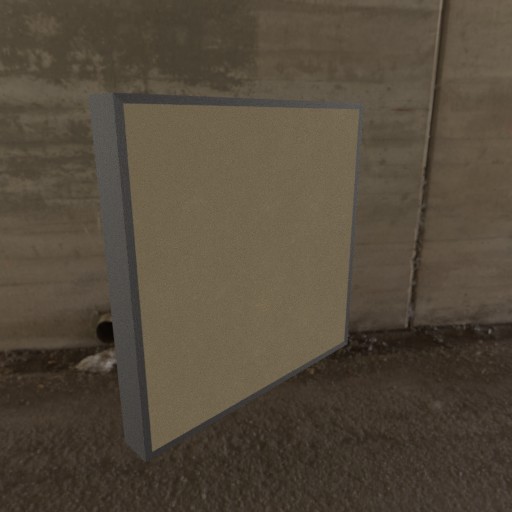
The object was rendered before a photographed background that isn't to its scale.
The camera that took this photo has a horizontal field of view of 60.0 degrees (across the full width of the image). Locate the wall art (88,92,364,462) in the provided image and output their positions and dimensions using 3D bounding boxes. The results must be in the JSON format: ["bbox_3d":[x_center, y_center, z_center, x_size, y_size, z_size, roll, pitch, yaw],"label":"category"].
[{"bbox_3d":[0.000,0.000,0.452,0.302,0.300,0.036,-16,23,-42],"label":"wall art"}]
